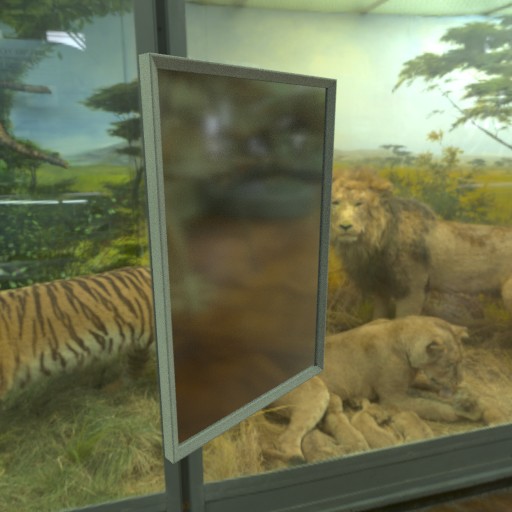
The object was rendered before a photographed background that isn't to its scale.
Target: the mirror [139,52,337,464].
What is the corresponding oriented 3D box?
[{"bbox_3d":[0.000,0.000,1.170,0.041,0.915,0.609,15,21,42],"label":"mirror"}]
